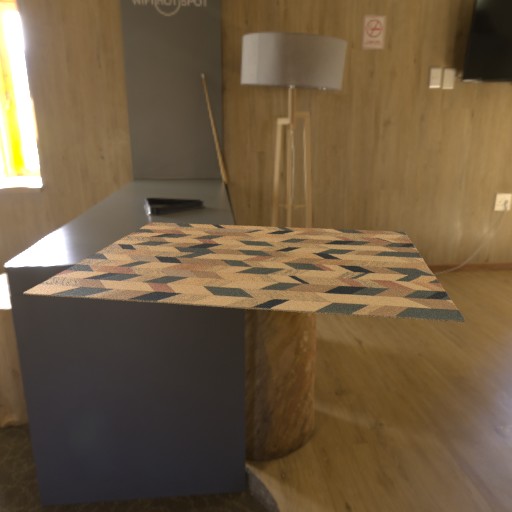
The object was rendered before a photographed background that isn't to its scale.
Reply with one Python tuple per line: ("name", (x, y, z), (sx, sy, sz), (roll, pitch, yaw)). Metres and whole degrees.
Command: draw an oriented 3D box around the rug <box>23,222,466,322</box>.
("rug", (0.000, 0.000, 4.164), (3.072, 0.011, 2.451), (3, 17, 9))
